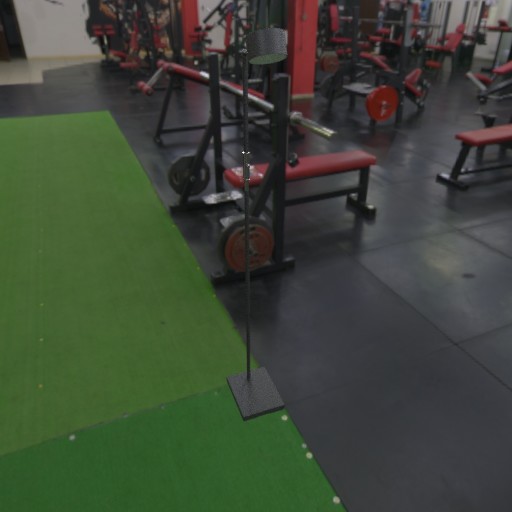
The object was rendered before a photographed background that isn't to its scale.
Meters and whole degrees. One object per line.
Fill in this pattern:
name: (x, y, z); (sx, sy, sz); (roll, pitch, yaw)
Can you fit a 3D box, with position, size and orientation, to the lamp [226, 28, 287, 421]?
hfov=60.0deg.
lamp: (0.000, 0.000, 1.732); (0.203, 1.600, 0.304); (-11, 32, -17)
